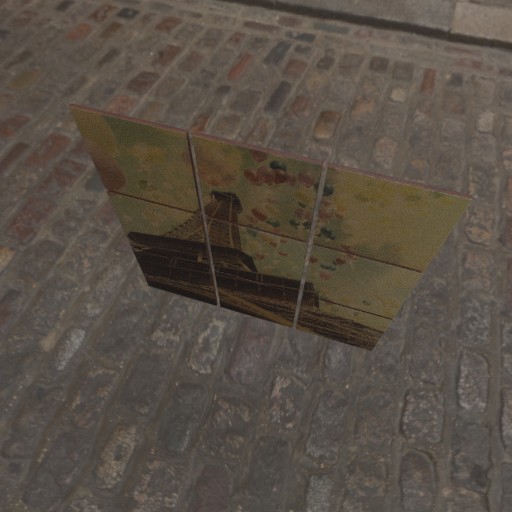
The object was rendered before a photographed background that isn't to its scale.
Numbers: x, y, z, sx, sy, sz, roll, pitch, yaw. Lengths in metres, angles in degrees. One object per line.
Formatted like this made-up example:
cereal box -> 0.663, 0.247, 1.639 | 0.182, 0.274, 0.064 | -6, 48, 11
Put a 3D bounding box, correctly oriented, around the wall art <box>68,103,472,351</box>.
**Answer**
wall art -> 0.000, 0.000, 1.856 | 1.256, 1.246, 0.017 | 15, 60, 9
